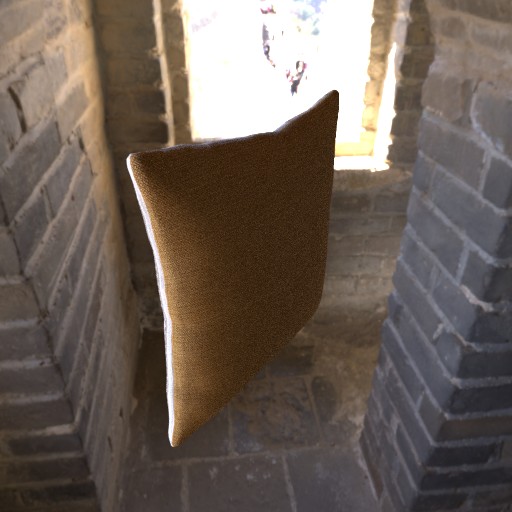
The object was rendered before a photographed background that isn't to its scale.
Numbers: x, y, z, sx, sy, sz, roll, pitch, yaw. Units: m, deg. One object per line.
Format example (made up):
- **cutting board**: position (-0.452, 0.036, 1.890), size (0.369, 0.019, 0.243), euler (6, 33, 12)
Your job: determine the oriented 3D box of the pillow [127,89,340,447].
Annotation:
- **pillow**: position (0.000, 0.000, 0.682), size (0.147, 0.437, 0.432), euler (20, 36, 29)
